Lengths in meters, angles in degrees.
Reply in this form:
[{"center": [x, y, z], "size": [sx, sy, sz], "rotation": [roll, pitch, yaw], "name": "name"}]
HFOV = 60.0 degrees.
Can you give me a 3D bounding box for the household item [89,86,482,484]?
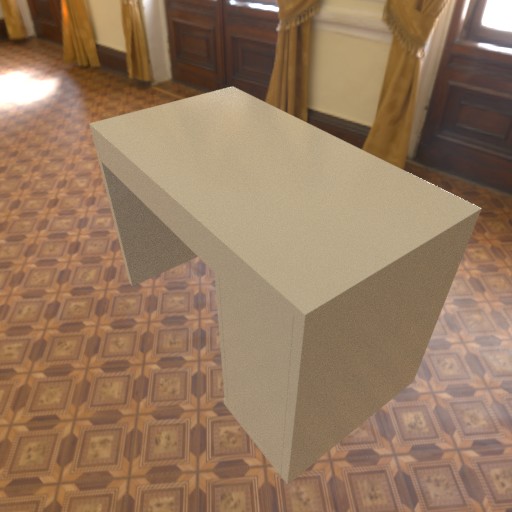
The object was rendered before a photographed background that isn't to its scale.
[{"center": [0.000, 0.000, 1.557], "size": [0.597, 0.749, 1.100], "rotation": [-26, 47, -27], "name": "household item"}]
